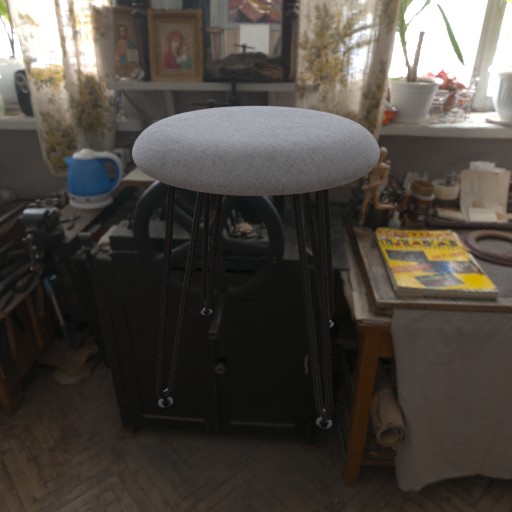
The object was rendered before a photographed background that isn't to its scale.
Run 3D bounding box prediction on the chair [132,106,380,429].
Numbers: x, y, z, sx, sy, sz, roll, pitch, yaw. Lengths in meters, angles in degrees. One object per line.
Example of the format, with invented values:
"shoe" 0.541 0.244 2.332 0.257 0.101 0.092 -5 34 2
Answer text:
"chair" 0.000 0.000 0.643 0.350 0.386 0.350 -19 33 -31
